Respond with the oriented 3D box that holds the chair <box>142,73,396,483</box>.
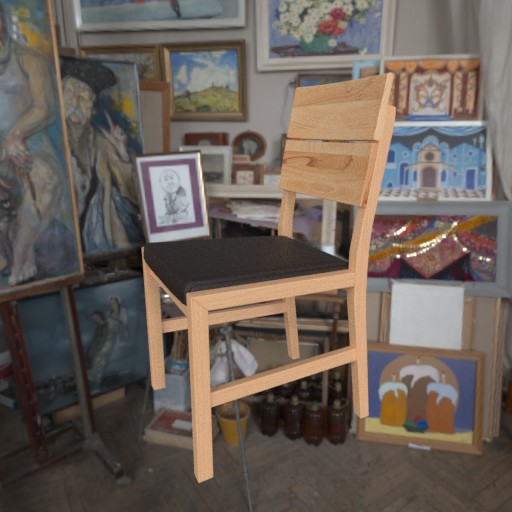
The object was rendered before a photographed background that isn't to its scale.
[{"bbox_3d":[0.000,0.000,1.259,0.560,0.950,0.475,-8,17,-25],"label":"chair"}]
